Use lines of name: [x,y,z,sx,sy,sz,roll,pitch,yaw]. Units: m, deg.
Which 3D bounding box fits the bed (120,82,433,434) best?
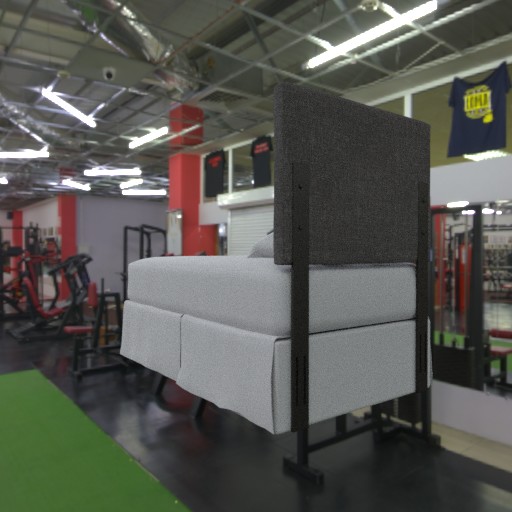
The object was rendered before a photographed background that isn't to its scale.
bed: [0.000,0.000,3.078,1.261,1.571,1.997,0,1,-36]
